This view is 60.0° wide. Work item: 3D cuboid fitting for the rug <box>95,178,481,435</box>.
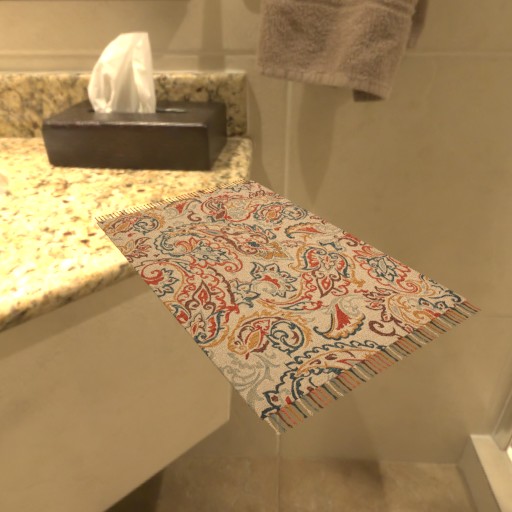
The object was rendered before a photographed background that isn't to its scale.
[{"bbox_3d":[0.000,0.000,2.488,1.218,0.010,1.997,-20,37,-29],"label":"rug"}]
